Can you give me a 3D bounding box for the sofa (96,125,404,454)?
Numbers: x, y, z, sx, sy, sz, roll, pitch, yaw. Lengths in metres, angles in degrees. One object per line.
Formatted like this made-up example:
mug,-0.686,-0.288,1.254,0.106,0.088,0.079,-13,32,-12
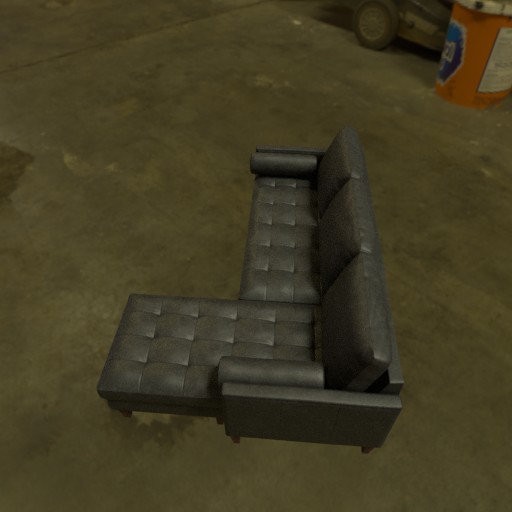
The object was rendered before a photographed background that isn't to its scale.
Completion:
sofa,0.000,0.000,2.905,1.497,0.876,2.178,3,46,3
